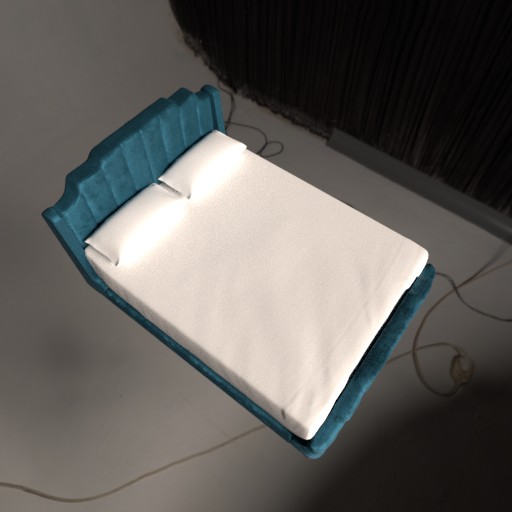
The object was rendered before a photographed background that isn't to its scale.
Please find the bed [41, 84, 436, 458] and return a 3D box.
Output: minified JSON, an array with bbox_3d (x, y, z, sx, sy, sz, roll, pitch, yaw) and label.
[{"bbox_3d":[0.000,0.000,3.296,2.322,1.338,1.678,33,64,19],"label":"bed"}]
